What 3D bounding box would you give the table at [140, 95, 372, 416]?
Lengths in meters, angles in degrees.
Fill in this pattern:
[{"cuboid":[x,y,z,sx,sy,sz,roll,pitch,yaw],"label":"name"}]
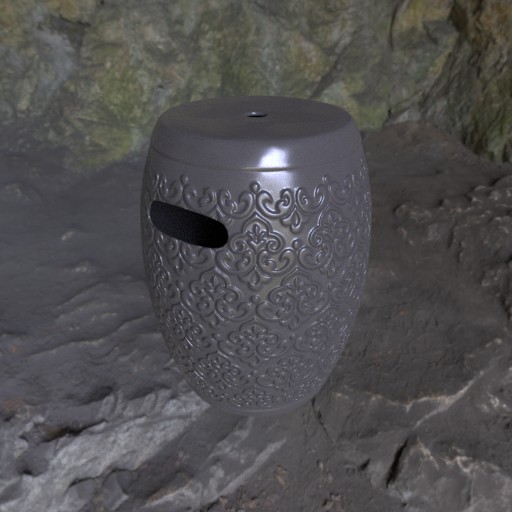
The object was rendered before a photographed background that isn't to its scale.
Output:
[{"cuboid":[0.000,0.000,0.630,0.309,0.397,0.309,0,31,0],"label":"table"}]
